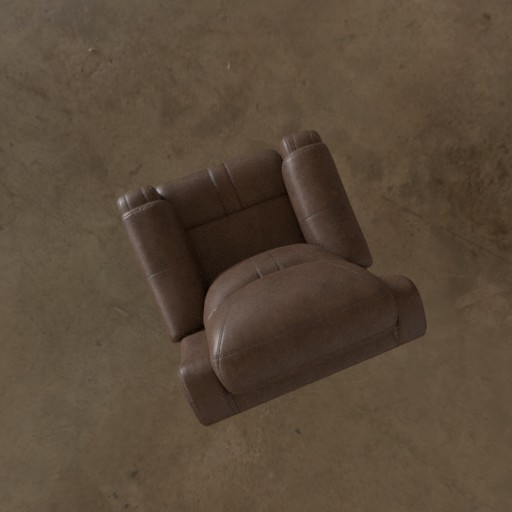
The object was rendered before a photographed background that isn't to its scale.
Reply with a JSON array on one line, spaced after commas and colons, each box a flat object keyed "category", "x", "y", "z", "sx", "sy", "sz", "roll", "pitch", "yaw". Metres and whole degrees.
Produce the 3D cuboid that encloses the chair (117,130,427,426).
[{"category": "chair", "x": 0.000, "y": 0.000, "z": 1.827, "sx": 0.940, "sy": 0.990, "sz": 1.067, "roll": -21, "pitch": 75, "yaw": -6}]
